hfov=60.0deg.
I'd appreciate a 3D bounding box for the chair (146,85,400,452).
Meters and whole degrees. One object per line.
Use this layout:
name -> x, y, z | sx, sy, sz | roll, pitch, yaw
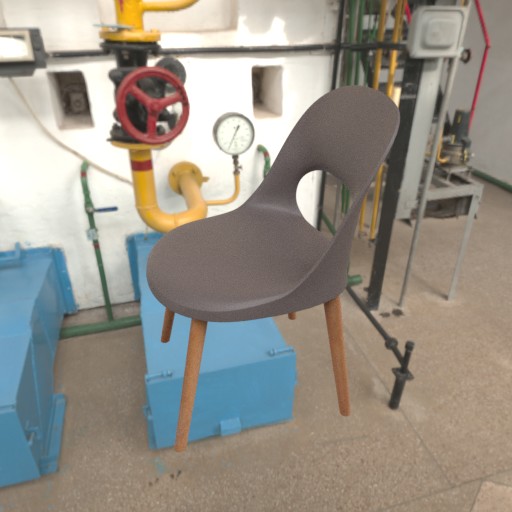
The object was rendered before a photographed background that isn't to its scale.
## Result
chair -> 0.000, 0.000, 1.140 | 0.556, 0.794, 0.470 | -8, 30, -13
